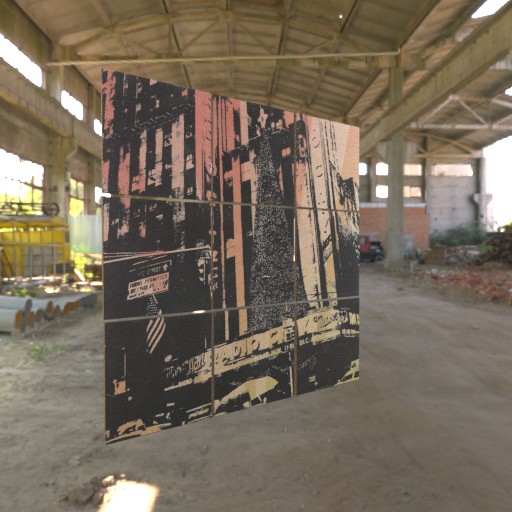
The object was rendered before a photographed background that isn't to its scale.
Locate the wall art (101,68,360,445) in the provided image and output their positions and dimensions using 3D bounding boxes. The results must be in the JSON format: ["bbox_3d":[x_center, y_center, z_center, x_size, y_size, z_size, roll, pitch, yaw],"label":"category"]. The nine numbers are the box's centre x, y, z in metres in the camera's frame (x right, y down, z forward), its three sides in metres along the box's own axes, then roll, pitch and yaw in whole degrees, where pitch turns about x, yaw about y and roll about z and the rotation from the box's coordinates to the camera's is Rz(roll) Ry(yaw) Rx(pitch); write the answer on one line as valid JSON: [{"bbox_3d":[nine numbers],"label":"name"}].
[{"bbox_3d":[0.000,0.000,1.348,0.919,0.917,0.010,-1,1,-36],"label":"wall art"}]
